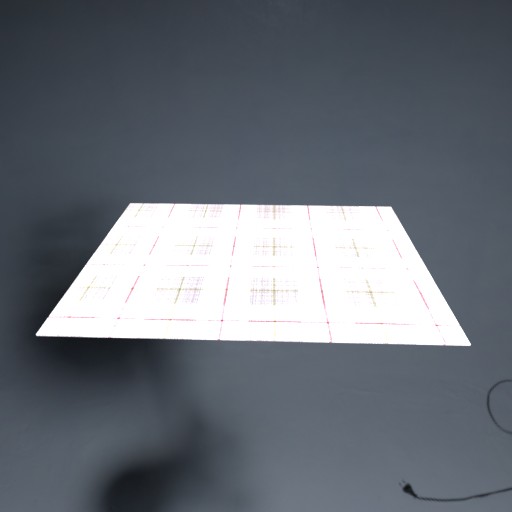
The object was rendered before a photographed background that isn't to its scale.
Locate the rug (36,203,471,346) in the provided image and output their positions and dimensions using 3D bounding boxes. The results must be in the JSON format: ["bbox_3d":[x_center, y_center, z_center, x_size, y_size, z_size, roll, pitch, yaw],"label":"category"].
[{"bbox_3d":[0.000,0.000,4.024,2.959,0.016,2.317,1,30,2],"label":"rug"}]
